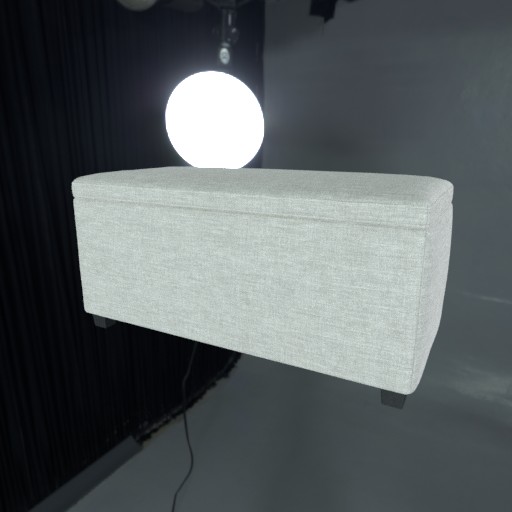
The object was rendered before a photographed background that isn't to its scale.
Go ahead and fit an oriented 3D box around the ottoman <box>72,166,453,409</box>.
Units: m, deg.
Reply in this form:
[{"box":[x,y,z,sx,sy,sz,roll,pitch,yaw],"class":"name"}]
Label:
[{"box":[0.000,0.000,1.155,0.902,0.432,0.419,8,17,27],"class":"ottoman"}]
